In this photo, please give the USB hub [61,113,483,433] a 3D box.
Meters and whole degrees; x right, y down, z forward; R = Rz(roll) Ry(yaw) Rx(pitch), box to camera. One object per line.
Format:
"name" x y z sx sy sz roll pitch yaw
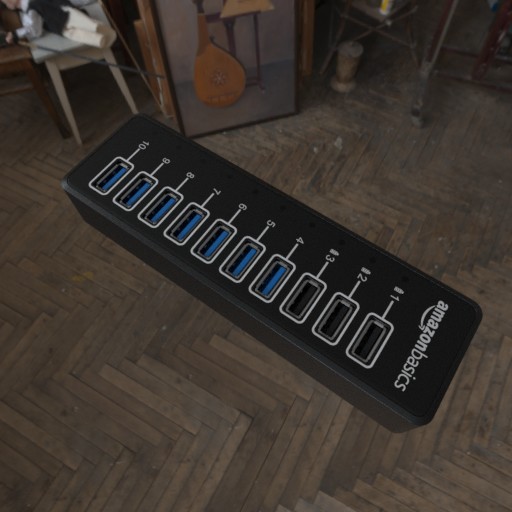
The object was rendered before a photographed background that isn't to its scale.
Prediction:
"USB hub" 0.000 0.000 0.158 0.145 0.023 0.044 32 67 15
